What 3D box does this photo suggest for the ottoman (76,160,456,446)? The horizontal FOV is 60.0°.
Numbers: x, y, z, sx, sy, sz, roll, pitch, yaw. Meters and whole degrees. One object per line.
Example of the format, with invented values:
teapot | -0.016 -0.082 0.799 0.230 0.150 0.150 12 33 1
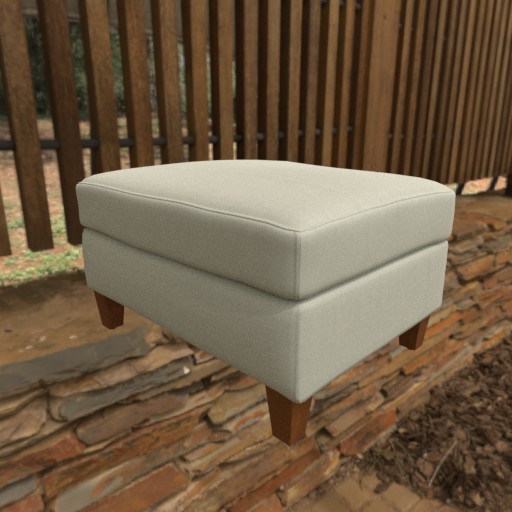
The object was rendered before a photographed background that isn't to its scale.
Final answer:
ottoman | 0.000 0.000 1.209 0.818 0.496 0.634 16 23 42
